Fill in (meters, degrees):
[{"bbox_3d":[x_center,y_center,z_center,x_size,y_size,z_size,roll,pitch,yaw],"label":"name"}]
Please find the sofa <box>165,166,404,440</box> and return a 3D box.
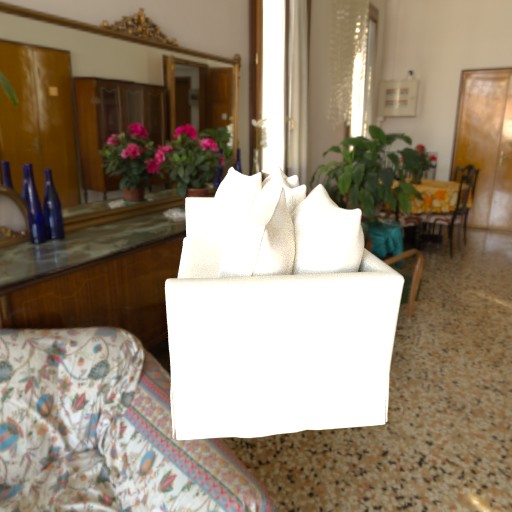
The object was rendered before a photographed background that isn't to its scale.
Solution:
[{"bbox_3d":[0.000,0.000,2.896,1.031,1.034,2.290,-2,16,-6],"label":"sofa"}]
